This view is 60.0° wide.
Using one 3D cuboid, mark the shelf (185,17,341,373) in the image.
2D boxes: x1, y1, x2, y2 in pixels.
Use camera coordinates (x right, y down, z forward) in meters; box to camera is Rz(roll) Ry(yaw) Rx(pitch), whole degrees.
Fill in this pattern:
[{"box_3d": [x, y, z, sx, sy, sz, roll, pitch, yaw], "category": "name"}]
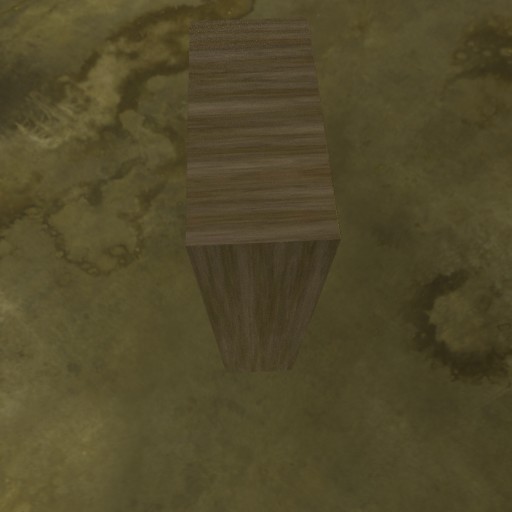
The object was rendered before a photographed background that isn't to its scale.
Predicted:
[{"box_3d": [0.000, 0.000, 1.739, 0.323, 1.545, 0.670, -3, 65, -1], "category": "shelf"}]
